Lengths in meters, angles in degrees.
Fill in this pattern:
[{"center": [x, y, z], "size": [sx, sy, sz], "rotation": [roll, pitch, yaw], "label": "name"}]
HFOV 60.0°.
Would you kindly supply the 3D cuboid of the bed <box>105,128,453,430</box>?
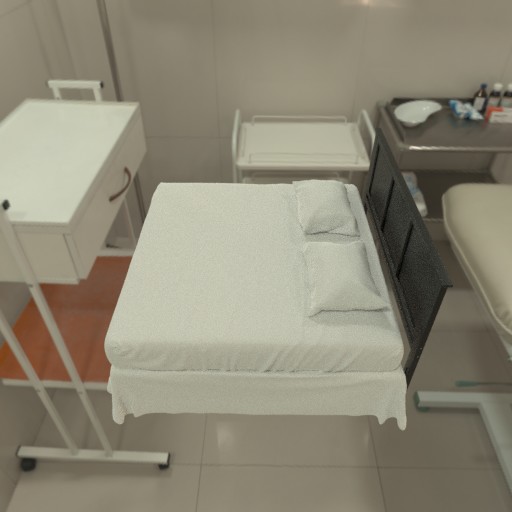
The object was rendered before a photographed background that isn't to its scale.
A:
[{"center": [0.000, 0.000, 3.596], "size": [2.219, 1.271, 2.315], "rotation": [1, 41, 1], "label": "bed"}]
